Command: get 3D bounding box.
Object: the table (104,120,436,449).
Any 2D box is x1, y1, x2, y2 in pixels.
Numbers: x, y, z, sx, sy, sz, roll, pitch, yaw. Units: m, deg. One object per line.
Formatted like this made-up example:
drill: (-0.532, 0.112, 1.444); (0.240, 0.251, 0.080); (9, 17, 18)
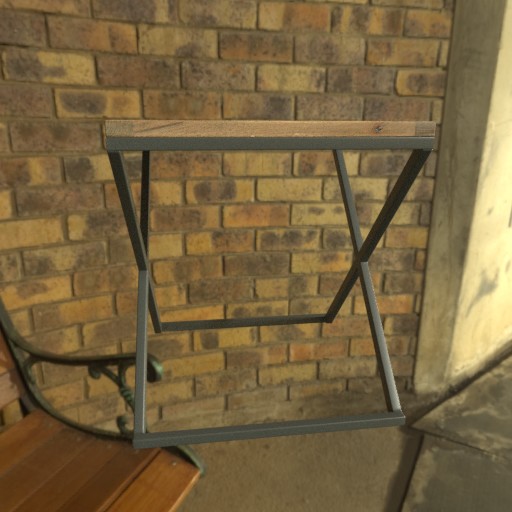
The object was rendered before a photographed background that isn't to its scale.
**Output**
table: (0.000, 0.000, 0.963); (0.499, 0.550, 0.498); (-2, 16, -7)
